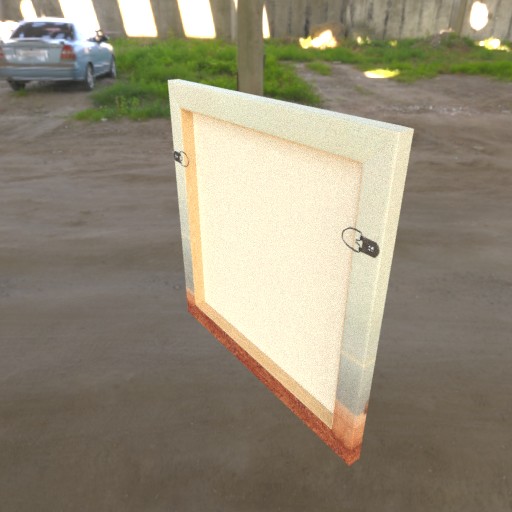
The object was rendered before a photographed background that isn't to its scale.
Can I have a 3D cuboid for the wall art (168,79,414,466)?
[{"bbox_3d":[0.000,0.000,0.595,0.023,0.405,0.405,-19,34,-32],"label":"wall art"}]
